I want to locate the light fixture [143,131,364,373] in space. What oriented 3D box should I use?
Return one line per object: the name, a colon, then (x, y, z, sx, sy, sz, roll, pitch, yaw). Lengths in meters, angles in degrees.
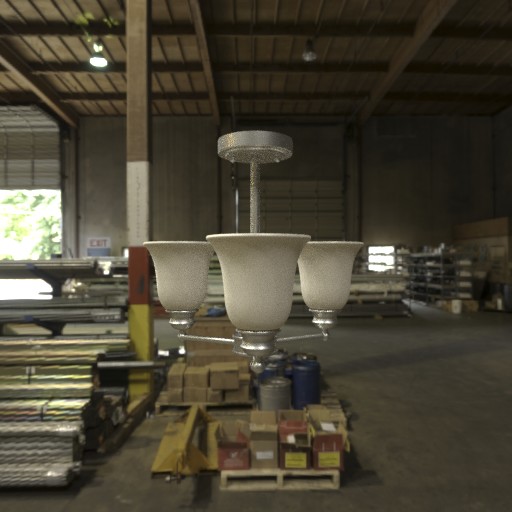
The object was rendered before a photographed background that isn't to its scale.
light fixture: (0.000, 0.000, 0.677, 0.388, 0.370, 0.354, 0, 0, -2)
